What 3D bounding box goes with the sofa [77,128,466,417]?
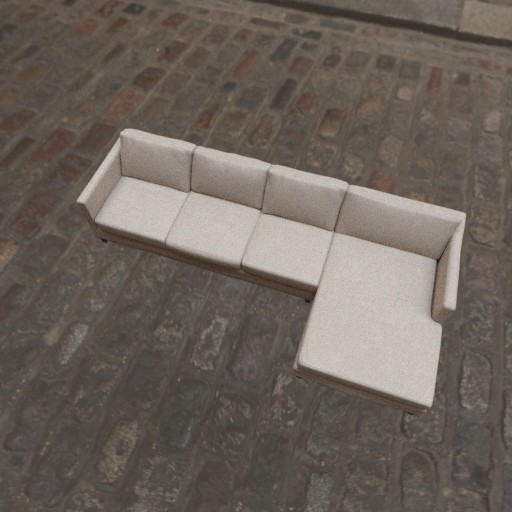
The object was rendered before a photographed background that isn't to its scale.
[{"bbox_3d":[0.000,0.000,3.781,3.186,0.846,1.625,16,60,9],"label":"sofa"}]
